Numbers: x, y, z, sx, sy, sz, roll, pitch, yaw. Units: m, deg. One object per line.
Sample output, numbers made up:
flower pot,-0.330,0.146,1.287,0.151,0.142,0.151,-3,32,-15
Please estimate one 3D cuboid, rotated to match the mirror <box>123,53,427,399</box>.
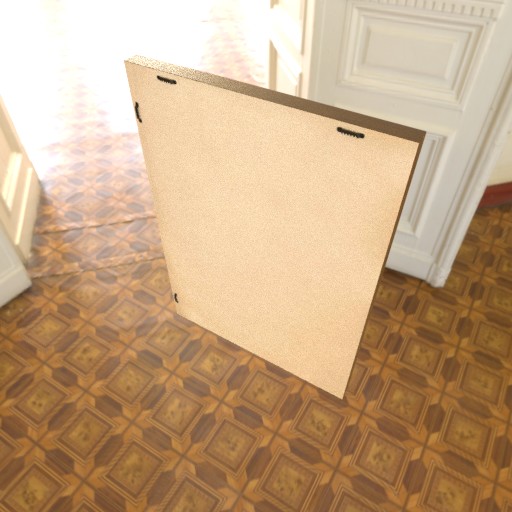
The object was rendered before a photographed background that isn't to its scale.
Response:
mirror,0.000,0.000,0.924,0.508,0.711,0.039,23,50,21
